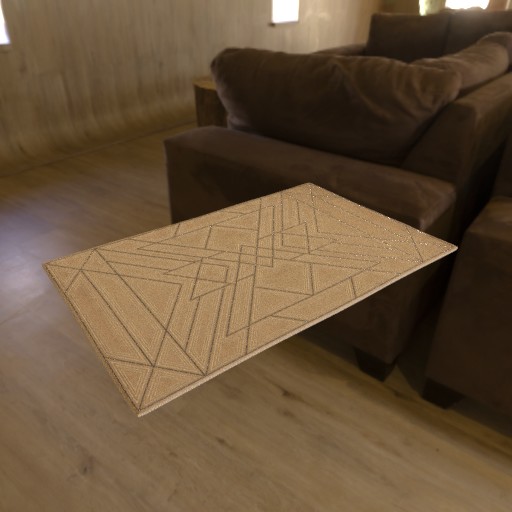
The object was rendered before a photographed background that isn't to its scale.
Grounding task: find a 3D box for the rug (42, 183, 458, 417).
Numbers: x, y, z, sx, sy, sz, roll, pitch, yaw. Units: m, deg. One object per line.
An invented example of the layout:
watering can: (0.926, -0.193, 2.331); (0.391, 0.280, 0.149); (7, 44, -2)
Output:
rug: (0.000, 0.000, 3.085); (2.459, 0.023, 1.575); (-21, 37, -31)
